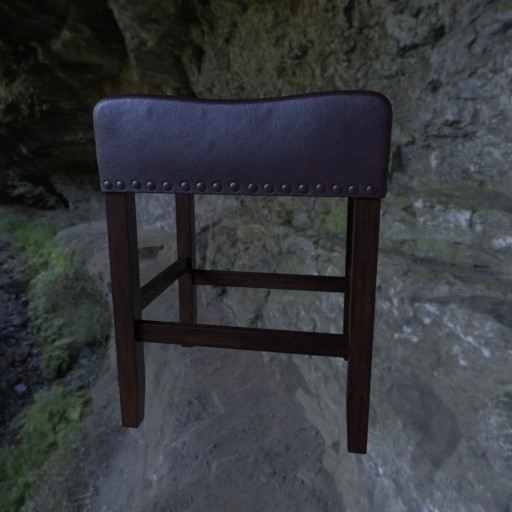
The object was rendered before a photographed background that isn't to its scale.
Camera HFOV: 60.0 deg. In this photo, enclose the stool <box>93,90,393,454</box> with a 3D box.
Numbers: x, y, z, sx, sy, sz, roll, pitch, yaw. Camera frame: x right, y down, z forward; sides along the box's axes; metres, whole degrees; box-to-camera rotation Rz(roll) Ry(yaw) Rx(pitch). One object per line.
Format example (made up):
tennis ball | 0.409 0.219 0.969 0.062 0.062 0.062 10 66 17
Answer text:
stool | 0.000 0.000 0.917 0.465 0.608 0.397 3 15 9
